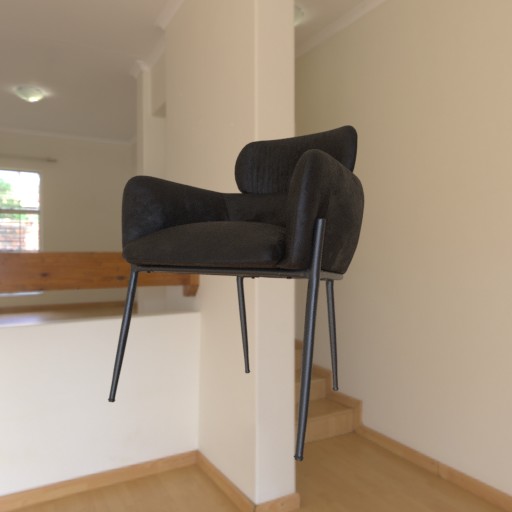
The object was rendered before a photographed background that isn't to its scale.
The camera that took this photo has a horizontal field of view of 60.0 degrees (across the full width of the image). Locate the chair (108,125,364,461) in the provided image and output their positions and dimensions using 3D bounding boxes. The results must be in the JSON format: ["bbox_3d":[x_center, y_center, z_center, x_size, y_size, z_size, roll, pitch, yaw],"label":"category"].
[{"bbox_3d":[0.000,0.000,1.291,0.640,0.818,0.604,0,1,35],"label":"chair"}]
